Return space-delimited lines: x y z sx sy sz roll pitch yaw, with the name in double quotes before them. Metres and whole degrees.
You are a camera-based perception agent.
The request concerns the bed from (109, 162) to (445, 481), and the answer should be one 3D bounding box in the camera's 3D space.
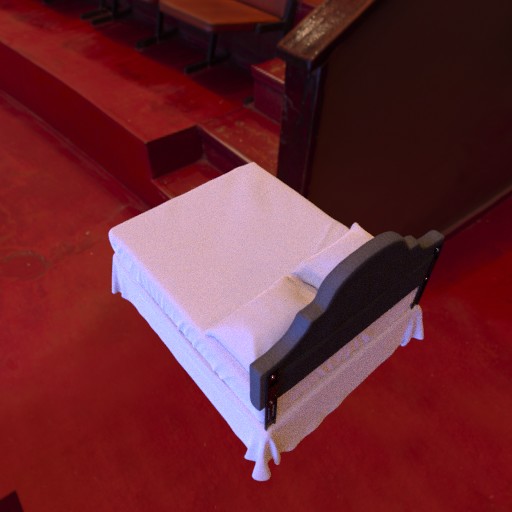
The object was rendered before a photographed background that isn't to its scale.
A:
"bed" 0.000 0.000 3.367 1.780 1.634 2.222 -31 53 -26
